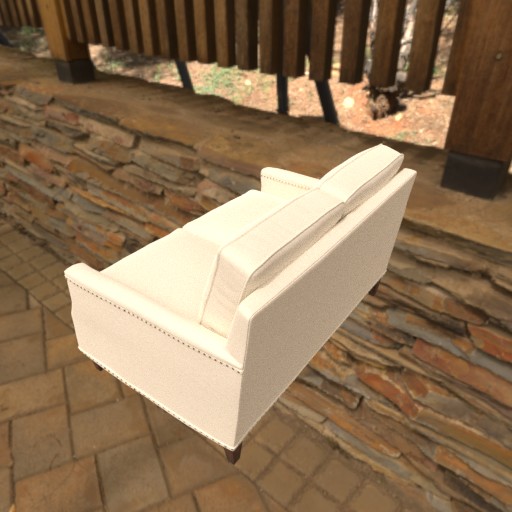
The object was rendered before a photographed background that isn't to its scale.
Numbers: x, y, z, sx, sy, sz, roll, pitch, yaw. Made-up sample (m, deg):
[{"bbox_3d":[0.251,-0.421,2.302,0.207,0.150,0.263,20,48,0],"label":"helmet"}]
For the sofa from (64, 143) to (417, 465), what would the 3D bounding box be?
[{"bbox_3d":[0.000,0.000,2.314,1.084,1.003,1.597,21,38,30],"label":"sofa"}]
